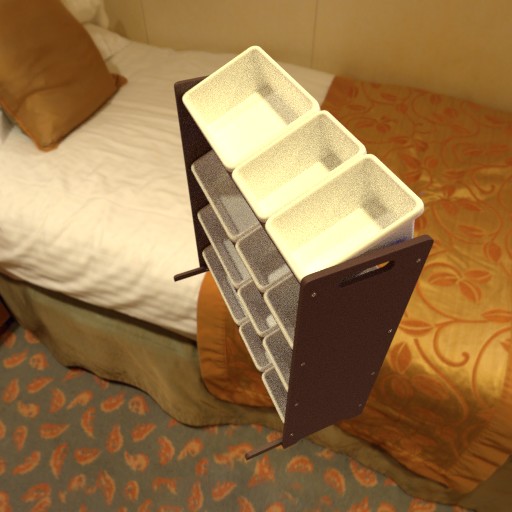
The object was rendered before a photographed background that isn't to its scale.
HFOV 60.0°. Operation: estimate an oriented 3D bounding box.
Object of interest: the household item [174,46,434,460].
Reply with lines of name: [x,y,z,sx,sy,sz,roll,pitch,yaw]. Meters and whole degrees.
household item: [0.000,0.000,1.275,0.389,0.864,0.787,-18,50,-16]
